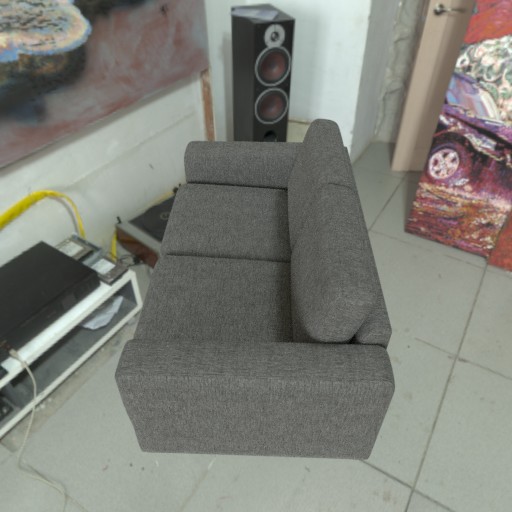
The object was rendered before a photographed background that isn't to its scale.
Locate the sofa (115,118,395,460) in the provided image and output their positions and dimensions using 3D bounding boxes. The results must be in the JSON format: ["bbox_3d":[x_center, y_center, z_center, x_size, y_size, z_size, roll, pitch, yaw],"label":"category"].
[{"bbox_3d":[0.000,0.000,1.984,0.900,0.800,1.520,1,42,1],"label":"sofa"}]
